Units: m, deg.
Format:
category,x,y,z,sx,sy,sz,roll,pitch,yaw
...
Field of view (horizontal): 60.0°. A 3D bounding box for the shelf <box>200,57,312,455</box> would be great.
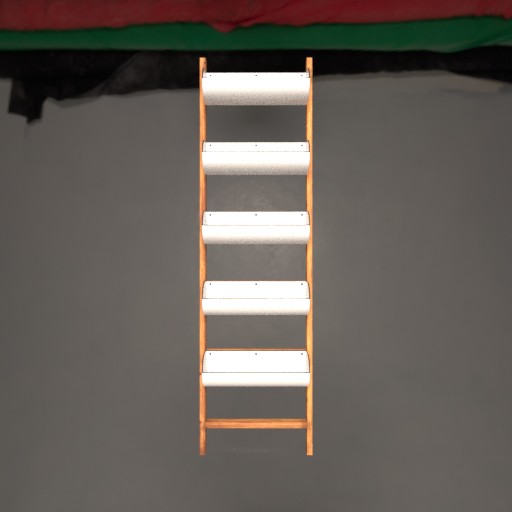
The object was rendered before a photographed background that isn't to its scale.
category,x,y,z,sx,sy,sz,roll,pitch,yaw
shelf,0.000,0.000,1.750,0.454,1.600,0.141,0,0,0
